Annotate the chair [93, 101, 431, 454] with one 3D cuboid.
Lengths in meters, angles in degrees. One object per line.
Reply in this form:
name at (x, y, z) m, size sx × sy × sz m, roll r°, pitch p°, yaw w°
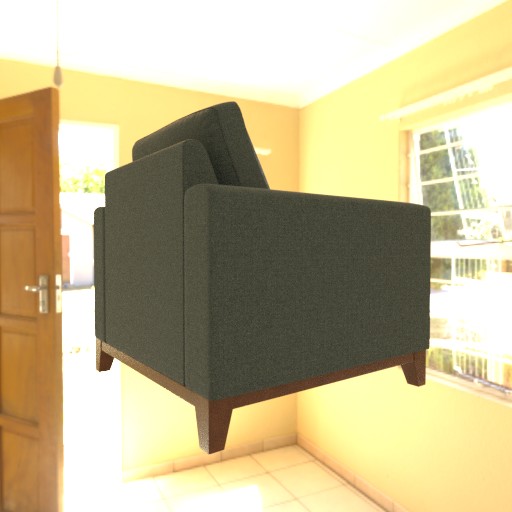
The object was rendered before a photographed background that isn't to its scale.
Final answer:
chair at (0.000, 0.000, 1.853) m, size 1.038 × 1.010 × 1.024 m, roll -1°, pitch 2°, yaw -36°
